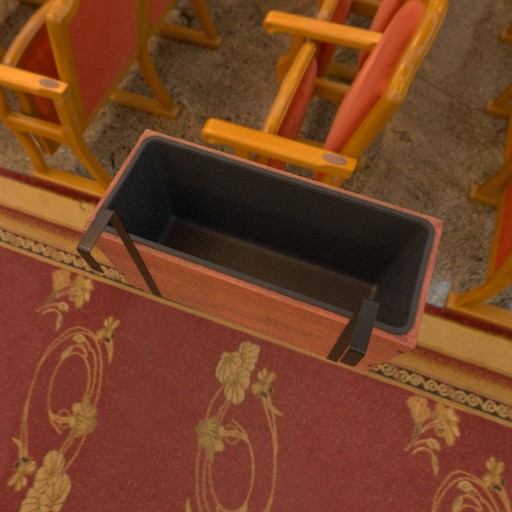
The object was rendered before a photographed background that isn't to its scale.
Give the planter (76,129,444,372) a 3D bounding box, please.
[{"bbox_3d":[0.000,0.000,0.659,0.480,0.289,0.262,19,65,9],"label":"planter"}]
